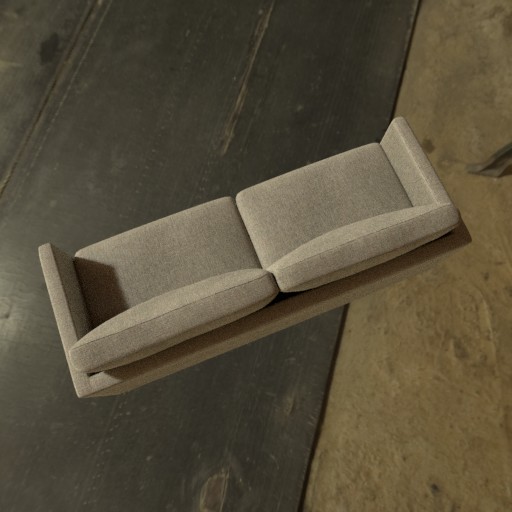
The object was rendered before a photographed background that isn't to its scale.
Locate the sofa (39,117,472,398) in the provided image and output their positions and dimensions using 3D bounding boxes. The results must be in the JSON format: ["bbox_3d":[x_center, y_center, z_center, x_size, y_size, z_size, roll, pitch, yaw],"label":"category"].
[{"bbox_3d":[0.000,0.000,2.861,2.434,0.951,0.948,-21,75,-6],"label":"sofa"}]
